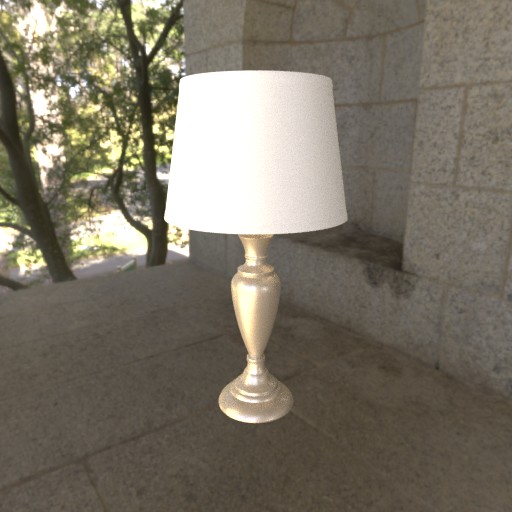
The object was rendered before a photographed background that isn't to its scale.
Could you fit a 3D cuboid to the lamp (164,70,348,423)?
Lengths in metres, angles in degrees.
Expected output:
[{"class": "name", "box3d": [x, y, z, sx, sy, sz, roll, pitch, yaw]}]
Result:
[{"class": "lamp", "box3d": [0.000, 0.000, 0.829, 0.328, 0.612, 0.328, 0, 15, 0]}]
